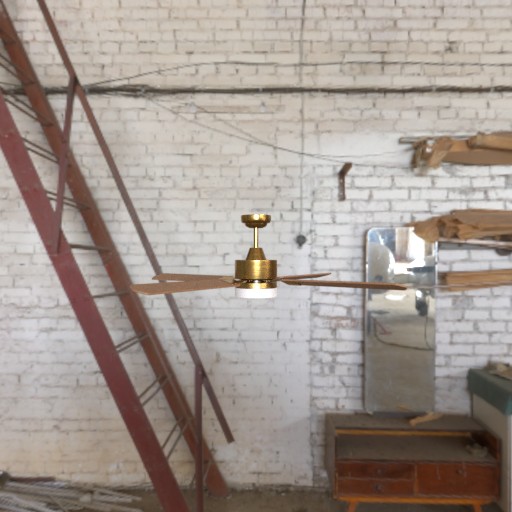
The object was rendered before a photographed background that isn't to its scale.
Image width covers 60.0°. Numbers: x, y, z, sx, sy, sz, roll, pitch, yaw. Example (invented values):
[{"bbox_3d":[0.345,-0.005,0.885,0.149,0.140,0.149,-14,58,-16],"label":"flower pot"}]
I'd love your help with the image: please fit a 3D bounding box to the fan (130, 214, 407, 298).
[{"bbox_3d":[0.000,0.000,1.952,1.320,0.355,1.320,0,0,36],"label":"fan"}]
